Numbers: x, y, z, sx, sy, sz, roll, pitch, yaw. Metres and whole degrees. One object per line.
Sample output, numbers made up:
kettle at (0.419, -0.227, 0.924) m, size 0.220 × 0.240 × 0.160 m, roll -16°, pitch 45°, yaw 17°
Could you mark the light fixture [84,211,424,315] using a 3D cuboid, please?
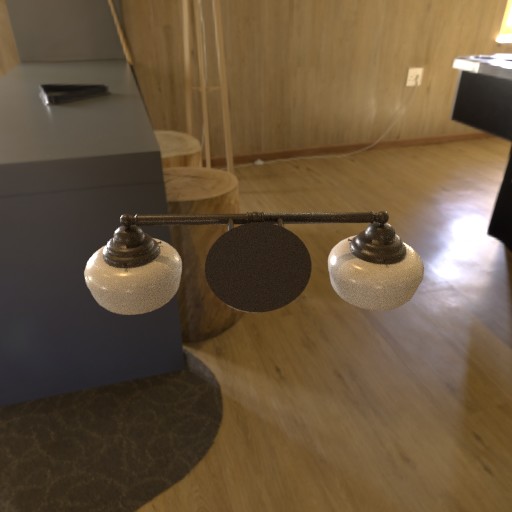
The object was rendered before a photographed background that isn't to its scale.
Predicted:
light fixture at (0.000, 0.000, 0.724) m, size 0.587 × 0.242 × 0.239 m, roll -1°, pitch 31°, yaw -1°
